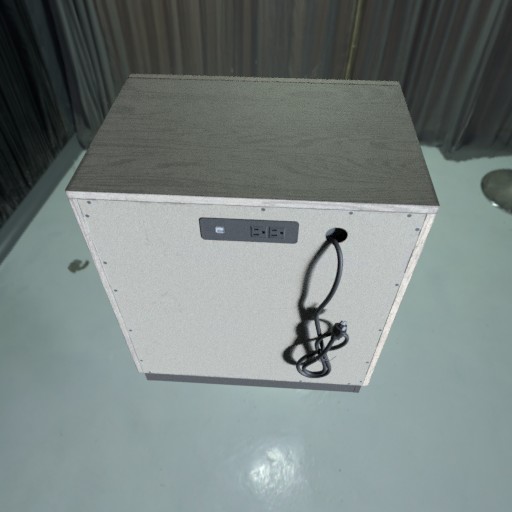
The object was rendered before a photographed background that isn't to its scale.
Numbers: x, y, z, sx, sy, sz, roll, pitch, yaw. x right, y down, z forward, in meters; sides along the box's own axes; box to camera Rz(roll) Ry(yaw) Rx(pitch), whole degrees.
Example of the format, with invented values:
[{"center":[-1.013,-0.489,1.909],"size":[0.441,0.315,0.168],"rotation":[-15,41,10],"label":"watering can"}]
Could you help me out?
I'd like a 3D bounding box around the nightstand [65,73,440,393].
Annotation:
[{"center":[0.000,0.000,1.088],"size":[0.612,0.673,0.483],"rotation":[3,48,2],"label":"nightstand"}]
